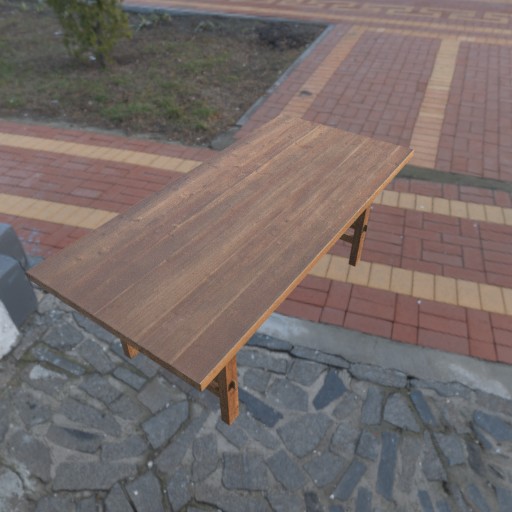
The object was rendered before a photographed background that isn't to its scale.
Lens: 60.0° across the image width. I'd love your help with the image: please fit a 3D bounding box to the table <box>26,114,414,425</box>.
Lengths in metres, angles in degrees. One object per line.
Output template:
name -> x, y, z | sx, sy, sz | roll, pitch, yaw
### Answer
table -> 0.000, 0.000, 2.515 | 0.952, 0.760, 2.003 | 24, 46, 26
